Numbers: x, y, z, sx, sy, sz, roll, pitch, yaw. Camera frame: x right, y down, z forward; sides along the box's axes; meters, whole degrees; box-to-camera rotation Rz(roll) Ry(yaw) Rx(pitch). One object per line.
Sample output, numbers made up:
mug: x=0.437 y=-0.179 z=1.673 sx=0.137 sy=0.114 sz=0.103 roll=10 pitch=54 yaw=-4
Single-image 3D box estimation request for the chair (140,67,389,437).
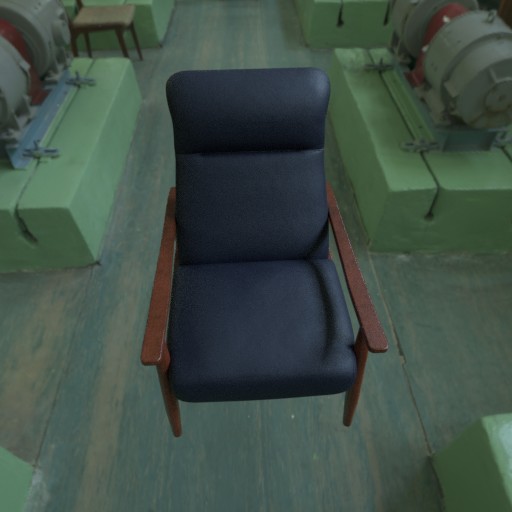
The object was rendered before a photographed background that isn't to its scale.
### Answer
chair: x=0.000 y=0.000 z=1.756 sx=0.762 sy=1.082 sz=1.014 roll=-3 pitch=46 yaw=-2
